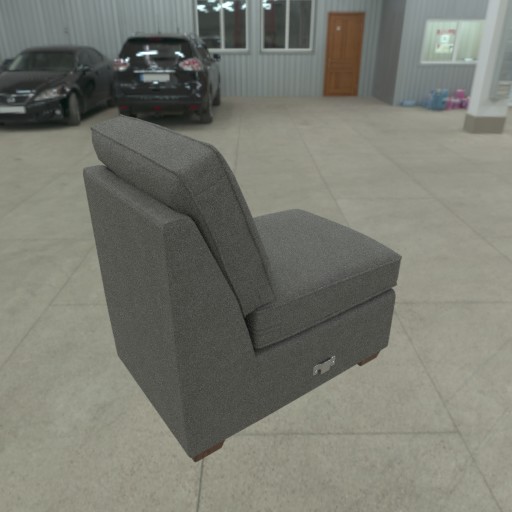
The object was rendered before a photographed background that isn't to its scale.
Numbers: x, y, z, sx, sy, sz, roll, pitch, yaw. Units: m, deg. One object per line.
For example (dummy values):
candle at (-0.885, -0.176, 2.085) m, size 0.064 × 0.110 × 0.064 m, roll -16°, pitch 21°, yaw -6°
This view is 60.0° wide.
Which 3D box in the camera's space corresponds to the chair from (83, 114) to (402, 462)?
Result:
chair at (0.000, 0.000, 1.580) m, size 0.938 × 0.970 × 0.621 m, roll -18°, pitch 31°, yaw -32°
